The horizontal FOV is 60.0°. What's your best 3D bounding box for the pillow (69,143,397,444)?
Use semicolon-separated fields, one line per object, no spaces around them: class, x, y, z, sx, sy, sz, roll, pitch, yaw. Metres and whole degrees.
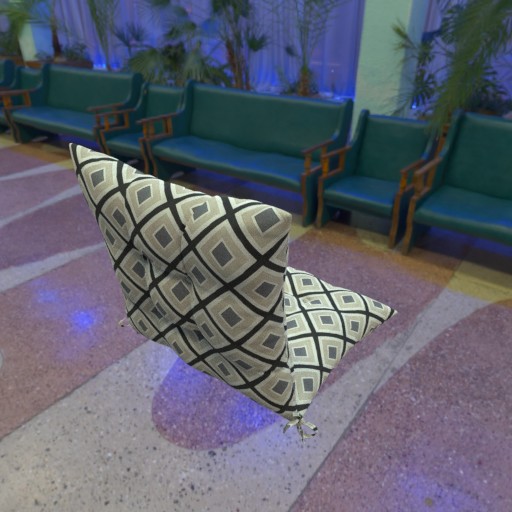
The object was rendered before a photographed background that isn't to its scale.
pillow;0.000;0.000;1.000;0.541;0.536;0.585;22;37;32
